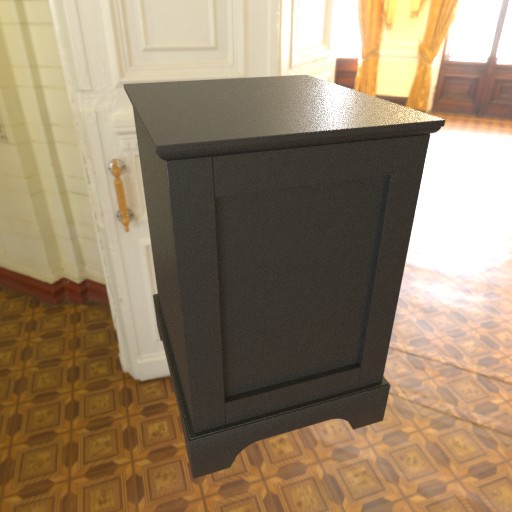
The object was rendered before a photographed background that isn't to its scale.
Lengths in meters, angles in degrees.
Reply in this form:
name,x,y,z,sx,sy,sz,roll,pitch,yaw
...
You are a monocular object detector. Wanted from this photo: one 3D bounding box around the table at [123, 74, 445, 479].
name,x,y,z,sx,sy,sz,roll,pitch,yaw
table,0.000,0.000,0.896,0.399,0.610,0.460,-10,31,-16
